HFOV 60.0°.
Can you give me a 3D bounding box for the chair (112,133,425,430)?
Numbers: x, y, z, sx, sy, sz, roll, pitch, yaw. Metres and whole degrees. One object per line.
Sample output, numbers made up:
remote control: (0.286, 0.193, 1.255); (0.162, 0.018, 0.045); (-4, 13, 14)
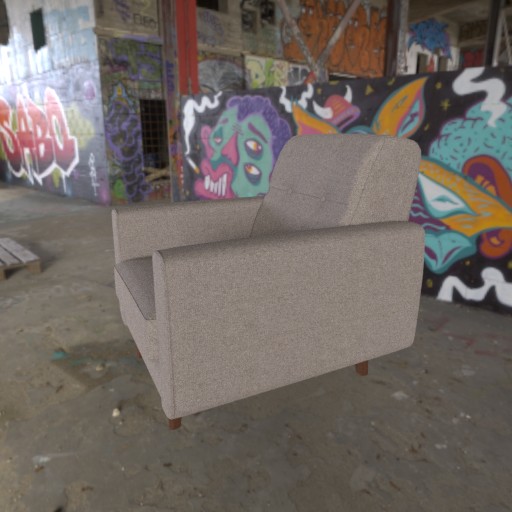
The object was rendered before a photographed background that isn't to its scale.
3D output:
chair: (0.000, 0.000, 1.574); (0.907, 0.839, 0.831); (-7, 17, -24)
